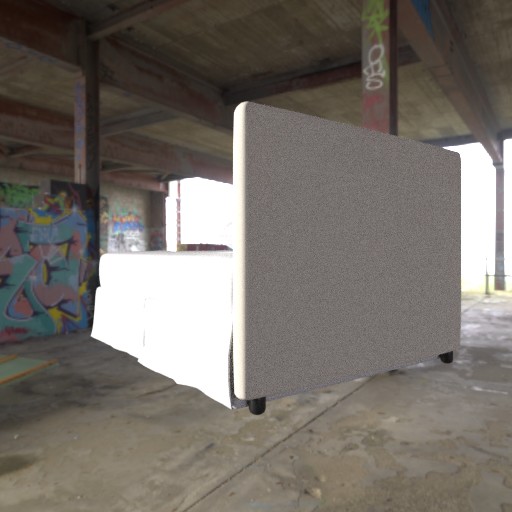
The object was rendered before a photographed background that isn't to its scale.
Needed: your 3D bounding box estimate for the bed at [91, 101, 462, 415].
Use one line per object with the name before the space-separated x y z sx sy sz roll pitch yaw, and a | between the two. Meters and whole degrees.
bed | 0.000 0.000 3.134 1.713 1.330 2.142 -1 1 -36
